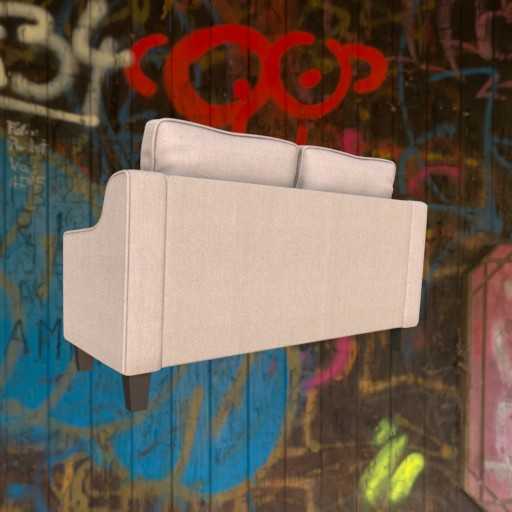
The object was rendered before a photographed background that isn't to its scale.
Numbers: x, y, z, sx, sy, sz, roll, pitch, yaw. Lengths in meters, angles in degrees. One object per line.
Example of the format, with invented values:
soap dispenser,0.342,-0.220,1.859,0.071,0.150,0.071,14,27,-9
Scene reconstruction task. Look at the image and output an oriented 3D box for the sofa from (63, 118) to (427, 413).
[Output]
sofa,0.000,0.000,2.028,1.500,0.948,0.791,-1,1,-37
